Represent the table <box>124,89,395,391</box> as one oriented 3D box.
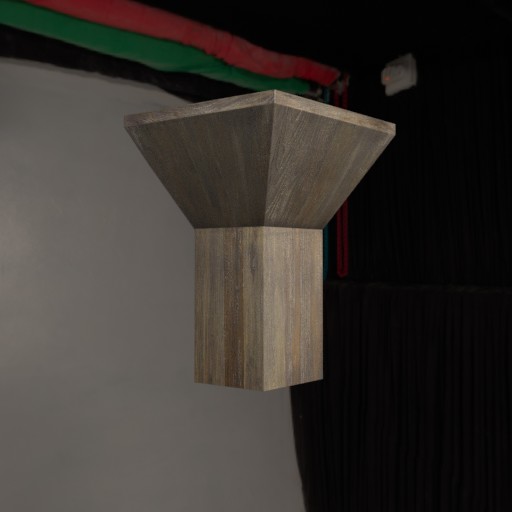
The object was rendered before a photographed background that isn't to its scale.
[{"bbox_3d":[0.000,0.000,1.128,0.683,0.586,0.592,1,-1,-36],"label":"table"}]
